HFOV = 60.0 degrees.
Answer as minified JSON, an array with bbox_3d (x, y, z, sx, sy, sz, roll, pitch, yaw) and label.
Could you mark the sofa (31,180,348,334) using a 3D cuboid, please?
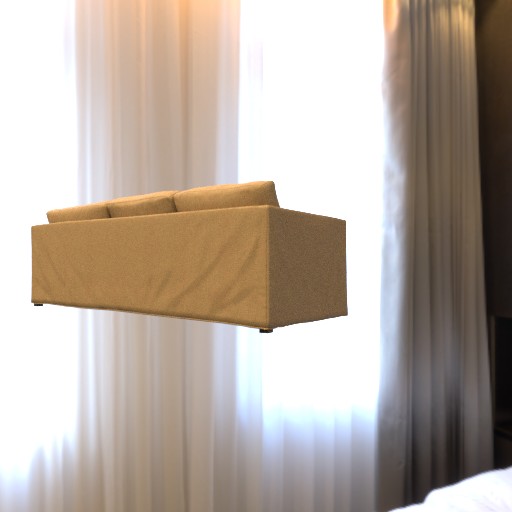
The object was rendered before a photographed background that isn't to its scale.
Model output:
[{"bbox_3d":[0.000,0.000,4.311,2.432,0.871,3.182,0,0,35],"label":"sofa"}]
